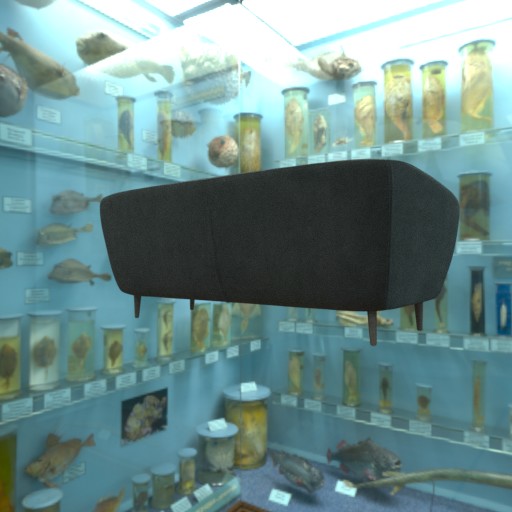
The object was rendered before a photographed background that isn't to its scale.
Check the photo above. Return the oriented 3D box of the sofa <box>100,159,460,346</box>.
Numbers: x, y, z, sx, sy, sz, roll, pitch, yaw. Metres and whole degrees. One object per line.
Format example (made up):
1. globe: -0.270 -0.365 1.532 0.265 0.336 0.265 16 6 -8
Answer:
1. sofa: 0.000 0.000 2.828 2.296 0.875 0.956 0 -1 36
